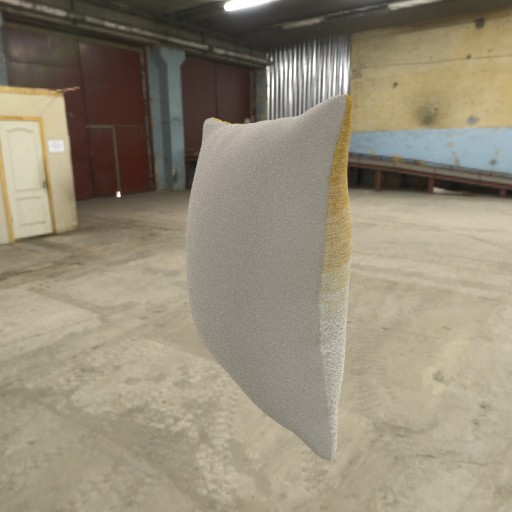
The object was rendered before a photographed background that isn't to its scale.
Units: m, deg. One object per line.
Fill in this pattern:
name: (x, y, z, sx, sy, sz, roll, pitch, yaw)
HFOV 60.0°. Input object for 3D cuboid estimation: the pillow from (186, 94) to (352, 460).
pillow: (0.000, 0.000, 0.714, 0.211, 0.450, 0.450, -7, 15, -25)
